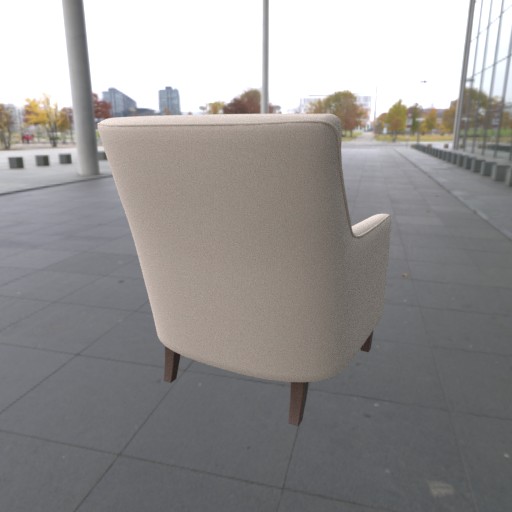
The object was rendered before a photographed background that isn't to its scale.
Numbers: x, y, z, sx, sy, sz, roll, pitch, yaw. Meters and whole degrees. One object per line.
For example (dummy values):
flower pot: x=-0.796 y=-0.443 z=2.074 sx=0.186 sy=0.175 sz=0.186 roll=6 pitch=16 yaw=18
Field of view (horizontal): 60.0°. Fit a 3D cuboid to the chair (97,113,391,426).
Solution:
chair: x=0.000 y=0.000 z=1.548 sx=0.756 sy=0.916 sz=0.879 roll=9 pitch=18 yaw=28
